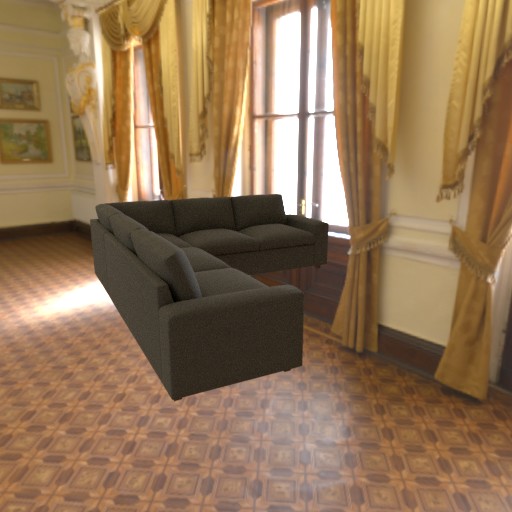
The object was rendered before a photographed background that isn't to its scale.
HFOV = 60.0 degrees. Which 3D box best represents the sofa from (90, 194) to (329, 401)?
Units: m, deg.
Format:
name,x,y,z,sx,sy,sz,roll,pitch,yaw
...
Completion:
name,x,y,z,sx,sy,sz,roll,pitch,yaw
sofa,0.000,0.000,4.743,2.895,0.965,3.277,-7,15,-27
